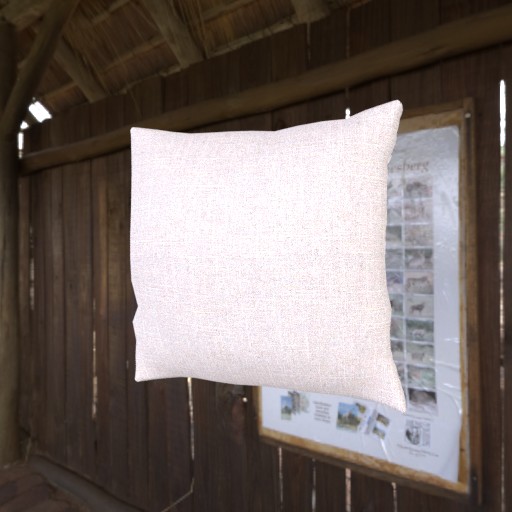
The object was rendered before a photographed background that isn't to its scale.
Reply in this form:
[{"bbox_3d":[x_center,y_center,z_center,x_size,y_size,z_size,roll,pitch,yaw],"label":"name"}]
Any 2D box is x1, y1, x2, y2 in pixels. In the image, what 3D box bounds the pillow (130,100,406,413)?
[{"bbox_3d":[0.000,0.000,0.790,0.508,0.498,0.215,0,0,19],"label":"pillow"}]
